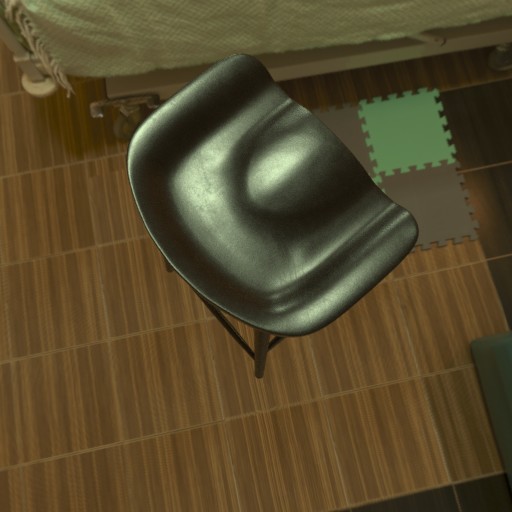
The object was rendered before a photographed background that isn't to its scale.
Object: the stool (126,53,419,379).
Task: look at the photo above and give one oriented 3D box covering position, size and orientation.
[{"bbox_3d":[0.000,0.000,0.981,0.361,0.749,0.440,-40,80,-8],"label":"stool"}]
